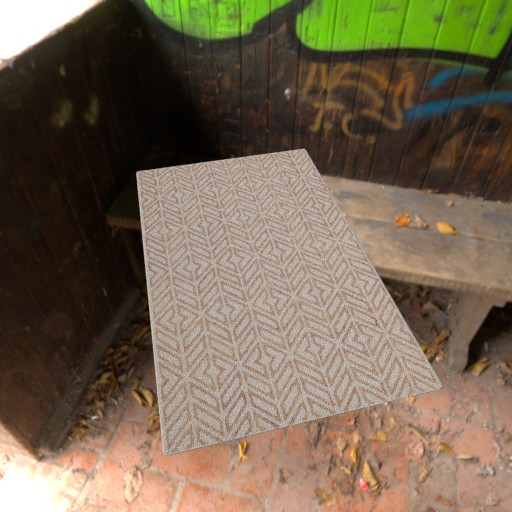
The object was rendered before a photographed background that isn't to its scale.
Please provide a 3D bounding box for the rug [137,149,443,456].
[{"bbox_3d":[0.000,0.000,3.115,1.523,0.008,2.438,-10,47,-9],"label":"rug"}]
